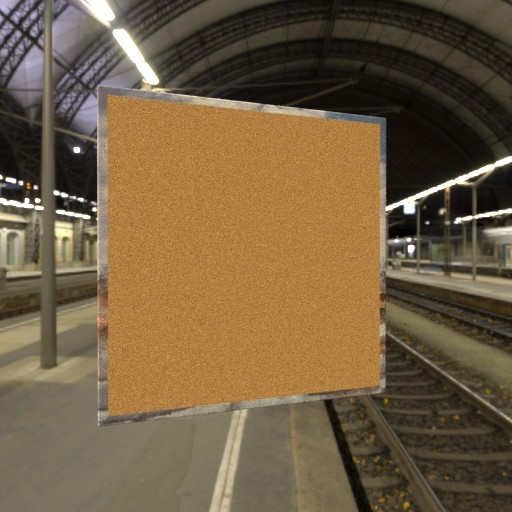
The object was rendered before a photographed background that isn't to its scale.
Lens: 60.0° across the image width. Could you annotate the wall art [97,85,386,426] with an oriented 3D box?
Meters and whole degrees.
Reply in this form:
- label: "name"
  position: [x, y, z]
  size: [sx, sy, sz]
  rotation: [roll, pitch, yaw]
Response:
- label: "wall art"
  position: [0.000, 0.000, 1.321]
  size: [0.888, 0.897, 0.035]
  rotation: [0, 0, -19]
